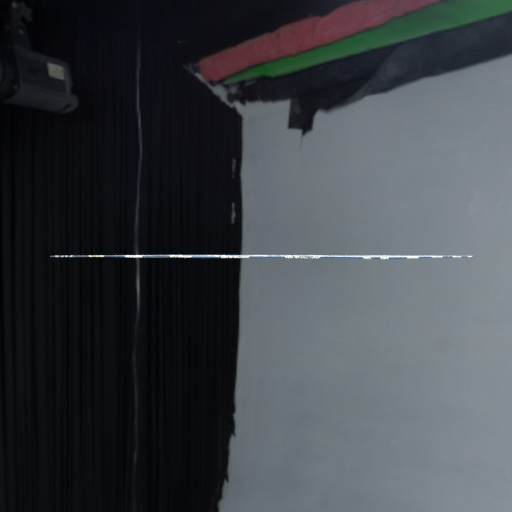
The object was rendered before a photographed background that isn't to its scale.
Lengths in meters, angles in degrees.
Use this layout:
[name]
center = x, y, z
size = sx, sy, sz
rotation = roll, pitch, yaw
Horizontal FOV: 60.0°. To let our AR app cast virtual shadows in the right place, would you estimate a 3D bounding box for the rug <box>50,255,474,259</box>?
[rug]
center = 0.000, 0.000, 2.172
size = 1.755, 0.010, 1.153
rotation = 0, 0, 37
